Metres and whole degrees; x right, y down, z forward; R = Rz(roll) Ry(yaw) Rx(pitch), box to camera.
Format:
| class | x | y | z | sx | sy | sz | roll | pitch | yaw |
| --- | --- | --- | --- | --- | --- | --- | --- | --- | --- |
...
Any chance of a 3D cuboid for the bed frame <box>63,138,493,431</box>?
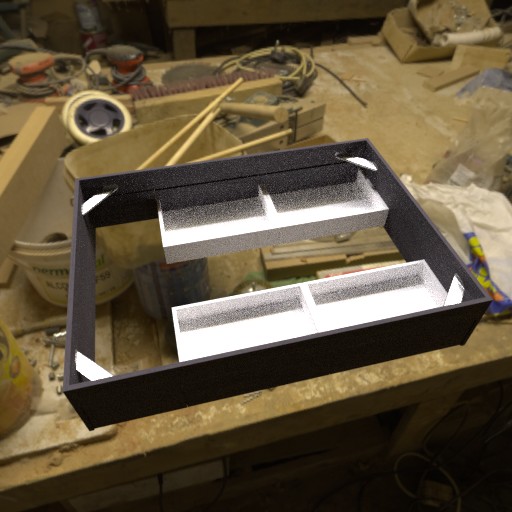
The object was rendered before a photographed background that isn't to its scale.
| class | x | y | z | sx | sy | sz | roll | pitch | yaw |
| --- | --- | --- | --- | --- | --- | --- | --- | --- | --- |
| bed frame | 0.000 | 0.000 | 2.555 | 1.944 | 0.459 | 1.448 | -10 | 47 | -9 |
